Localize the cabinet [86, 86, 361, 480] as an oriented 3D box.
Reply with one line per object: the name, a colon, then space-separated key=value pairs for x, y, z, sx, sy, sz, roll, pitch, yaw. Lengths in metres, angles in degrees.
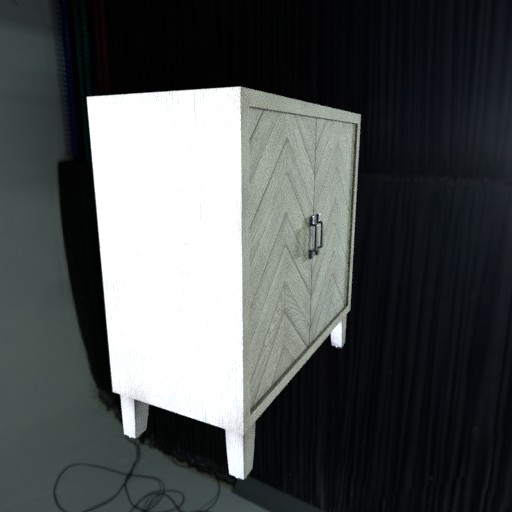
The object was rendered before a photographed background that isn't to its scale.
cabinet: x=0.000 y=0.000 z=1.237 sx=0.370 sy=0.787 sz=0.781 roll=7 pitch=16 yaw=26
